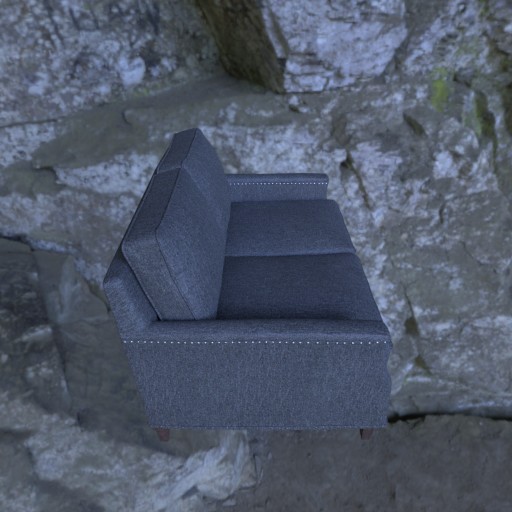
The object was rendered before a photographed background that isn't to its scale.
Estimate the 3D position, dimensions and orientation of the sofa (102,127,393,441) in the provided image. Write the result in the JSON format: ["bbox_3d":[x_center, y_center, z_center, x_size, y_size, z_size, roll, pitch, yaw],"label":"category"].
[{"bbox_3d":[0.000,0.000,2.313,1.084,1.003,1.597,0,32,-1],"label":"sofa"}]
